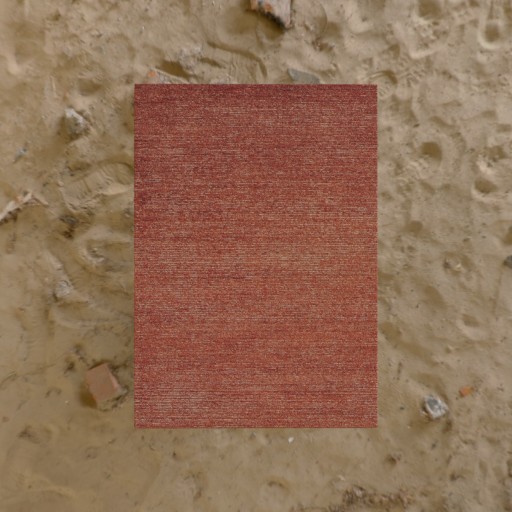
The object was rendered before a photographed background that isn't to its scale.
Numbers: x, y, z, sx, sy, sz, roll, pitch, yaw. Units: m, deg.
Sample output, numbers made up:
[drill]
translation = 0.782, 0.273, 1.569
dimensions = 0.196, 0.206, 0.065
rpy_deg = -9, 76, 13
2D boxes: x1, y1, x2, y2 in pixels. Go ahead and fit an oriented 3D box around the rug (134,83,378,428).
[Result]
[rug]
translation = 0.000, 0.000, 5.104
dimensions = 2.803, 0.025, 3.965
rpy_deg = 0, 90, 0
